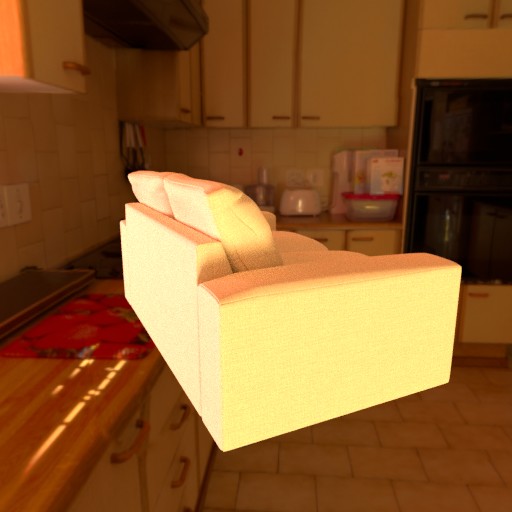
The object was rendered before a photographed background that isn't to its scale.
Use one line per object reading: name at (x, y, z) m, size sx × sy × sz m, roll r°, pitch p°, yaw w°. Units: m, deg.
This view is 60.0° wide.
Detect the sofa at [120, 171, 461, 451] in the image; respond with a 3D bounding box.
sofa at (0.000, 0.000, 2.321) m, size 1.091 × 0.875 × 1.754 m, roll -6°, pitch 15°, yaw -25°
